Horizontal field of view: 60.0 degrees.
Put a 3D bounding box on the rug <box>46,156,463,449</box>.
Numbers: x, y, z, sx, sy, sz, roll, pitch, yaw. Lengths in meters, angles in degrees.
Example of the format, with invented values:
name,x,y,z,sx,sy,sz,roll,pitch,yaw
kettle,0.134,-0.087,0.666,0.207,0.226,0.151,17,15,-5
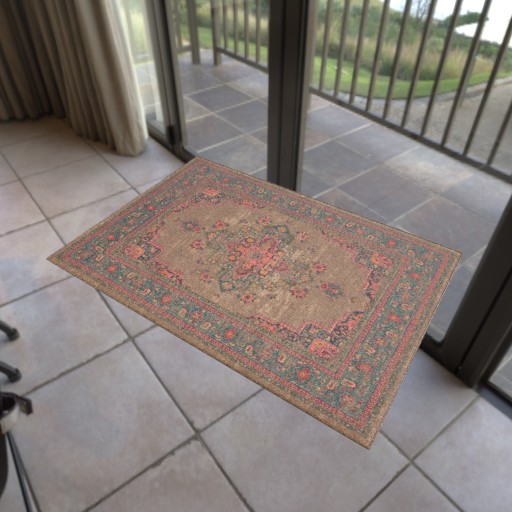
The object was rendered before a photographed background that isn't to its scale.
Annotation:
name,x,y,z,sx,sy,sz,roll,pitch,yaw
rug,0.000,0.000,3.730,2.890,0.013,2.005,24,48,24
